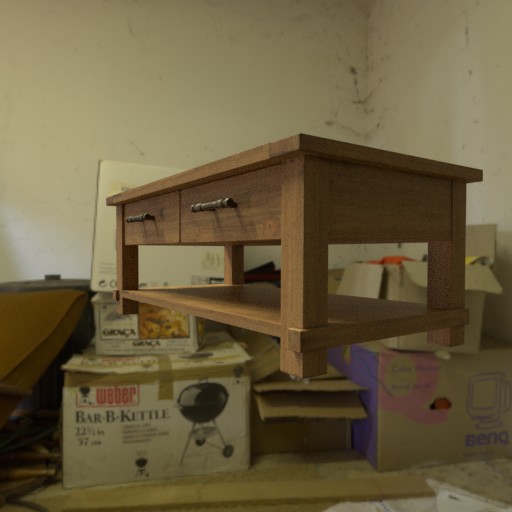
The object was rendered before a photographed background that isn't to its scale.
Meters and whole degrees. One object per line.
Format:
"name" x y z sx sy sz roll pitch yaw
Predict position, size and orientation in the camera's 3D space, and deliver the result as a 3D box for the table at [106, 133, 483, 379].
"table" 0.000 0.000 1.577 0.693 0.494 1.270 0 1 -35
